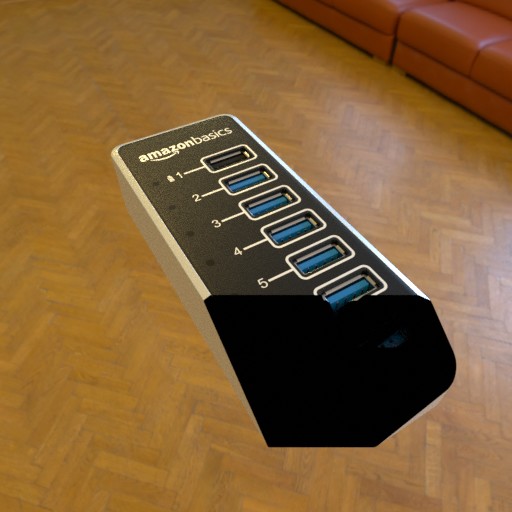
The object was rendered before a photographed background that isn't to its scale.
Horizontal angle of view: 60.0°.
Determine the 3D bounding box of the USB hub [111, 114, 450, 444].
[{"bbox_3d":[0.000,0.000,0.123,0.044,0.023,0.110,-24,52,-20],"label":"USB hub"}]
